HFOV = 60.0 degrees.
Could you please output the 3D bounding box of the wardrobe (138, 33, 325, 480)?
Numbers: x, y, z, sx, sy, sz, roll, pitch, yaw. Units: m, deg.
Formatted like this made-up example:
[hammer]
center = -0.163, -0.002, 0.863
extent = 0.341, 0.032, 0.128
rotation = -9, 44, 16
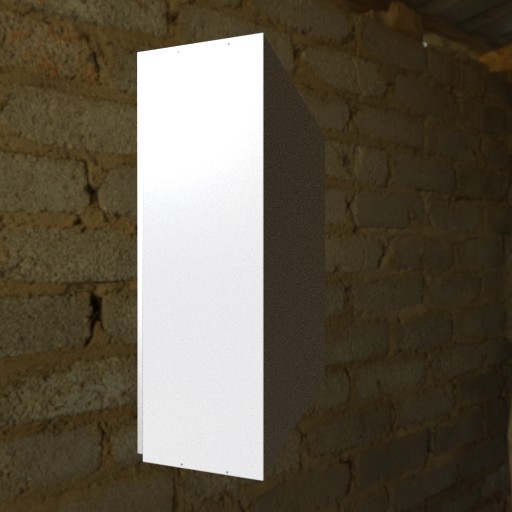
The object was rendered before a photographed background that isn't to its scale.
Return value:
[wardrobe]
center = 0.000, 0.000, 2.876
extent = 0.629, 1.960, 1.780
rotation = 0, 0, 17
